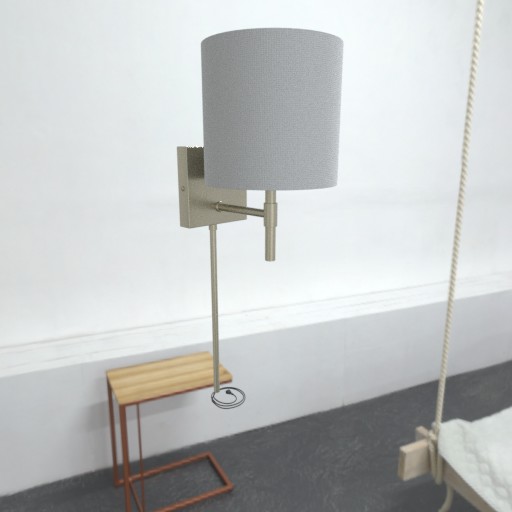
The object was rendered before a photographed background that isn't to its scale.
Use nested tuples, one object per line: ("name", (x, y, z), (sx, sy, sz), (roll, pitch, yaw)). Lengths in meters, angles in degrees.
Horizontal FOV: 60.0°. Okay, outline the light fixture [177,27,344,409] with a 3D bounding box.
("light fixture", (0.000, 0.000, 0.683), (0.188, 0.589, 0.248), (-14, 20, -43))
